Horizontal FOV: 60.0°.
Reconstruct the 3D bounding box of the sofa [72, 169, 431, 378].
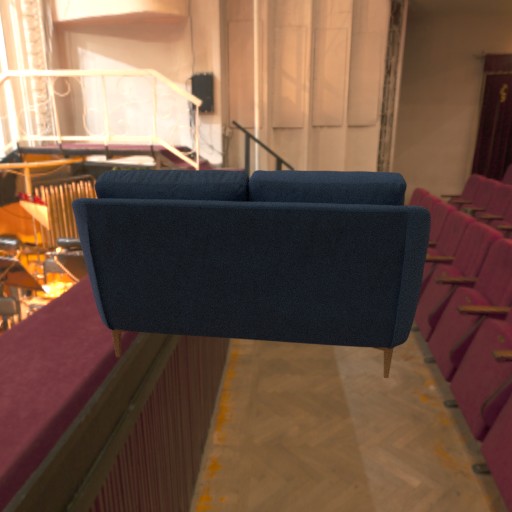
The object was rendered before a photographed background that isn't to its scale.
[{"bbox_3d":[0.000,0.000,2.235,1.619,0.902,0.960,2,16,8],"label":"sofa"}]
